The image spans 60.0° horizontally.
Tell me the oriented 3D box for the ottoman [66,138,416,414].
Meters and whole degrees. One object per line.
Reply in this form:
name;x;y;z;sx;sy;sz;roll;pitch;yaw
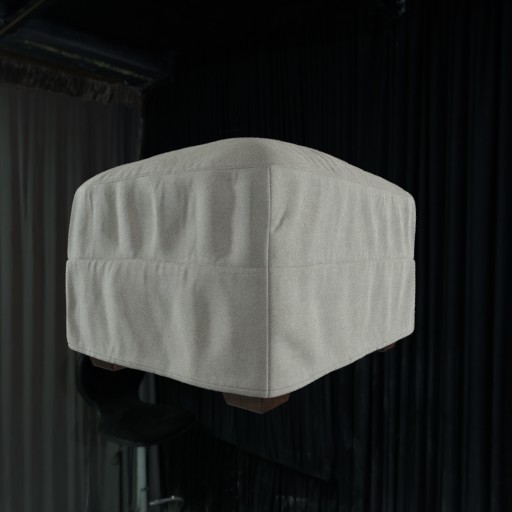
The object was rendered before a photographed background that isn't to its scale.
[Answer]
ottoman;0.000;0.000;1.064;0.584;0.480;0.712;1;2;37
